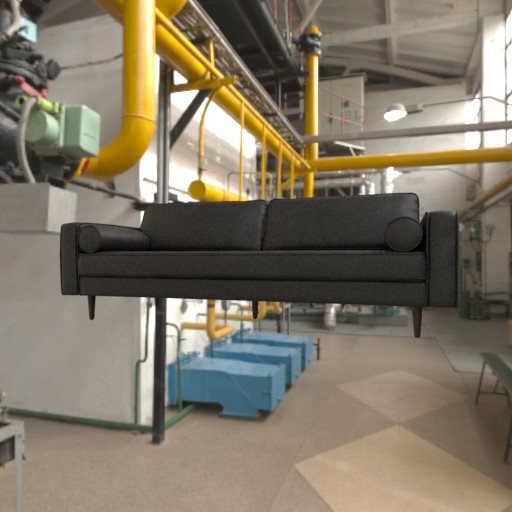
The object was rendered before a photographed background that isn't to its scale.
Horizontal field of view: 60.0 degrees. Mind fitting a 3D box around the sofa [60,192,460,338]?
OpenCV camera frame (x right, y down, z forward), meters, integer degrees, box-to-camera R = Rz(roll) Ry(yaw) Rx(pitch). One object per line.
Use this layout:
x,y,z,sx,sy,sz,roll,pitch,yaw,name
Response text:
0.000,0.000,2.691,2.210,0.762,0.914,0,0,19,sofa
